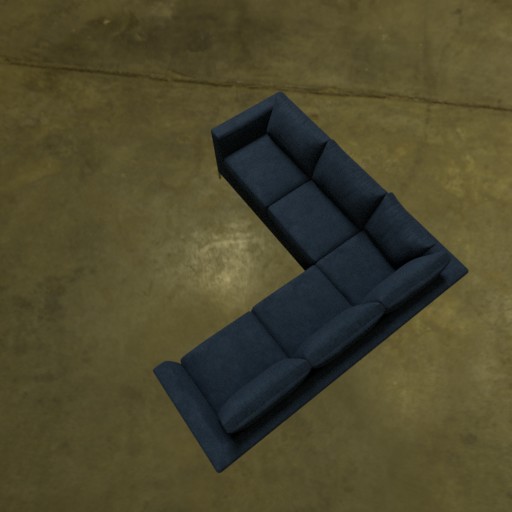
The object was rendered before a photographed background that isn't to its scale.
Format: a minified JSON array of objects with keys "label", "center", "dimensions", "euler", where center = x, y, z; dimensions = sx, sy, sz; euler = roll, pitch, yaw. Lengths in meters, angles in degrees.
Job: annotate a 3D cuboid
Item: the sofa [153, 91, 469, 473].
[{"label":"sofa","center":[0.000,0.000,3.904],"dimensions":[2.463,0.988,2.472],"euler":[-34,69,-15]}]
